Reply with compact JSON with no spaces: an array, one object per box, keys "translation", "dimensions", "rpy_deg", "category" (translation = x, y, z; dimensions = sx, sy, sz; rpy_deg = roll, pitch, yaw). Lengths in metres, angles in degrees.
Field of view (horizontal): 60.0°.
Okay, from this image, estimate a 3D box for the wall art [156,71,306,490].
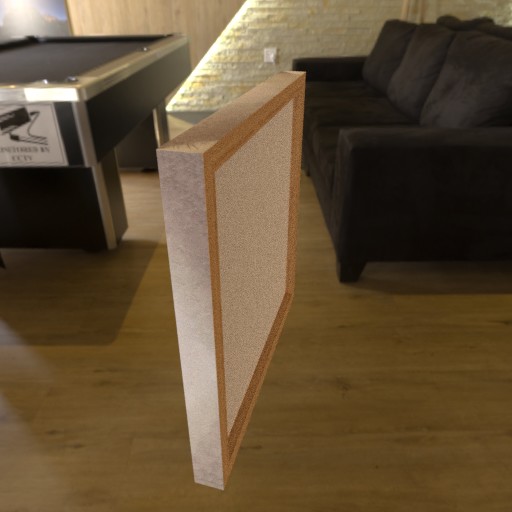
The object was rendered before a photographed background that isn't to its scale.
[{"translation":[0.000,0.000,0.442],"dimensions":[0.028,0.303,0.303],"rpy_deg":[8,31,14],"category":"wall art"}]
